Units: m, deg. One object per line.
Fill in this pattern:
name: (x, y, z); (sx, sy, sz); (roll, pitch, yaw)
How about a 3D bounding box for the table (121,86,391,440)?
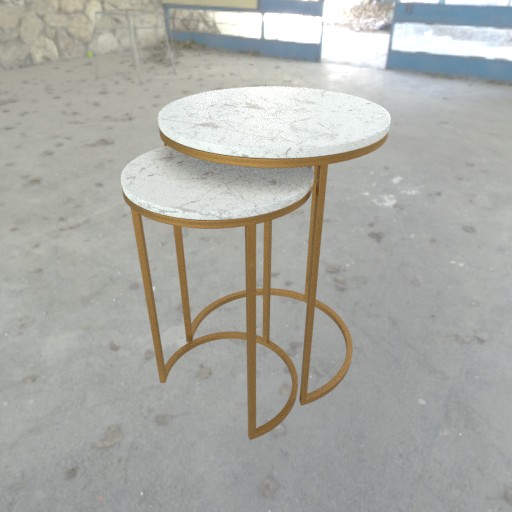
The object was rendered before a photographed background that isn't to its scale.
table: (0.000, 0.000, 0.892); (0.400, 0.550, 0.507); (21, 38, 29)
